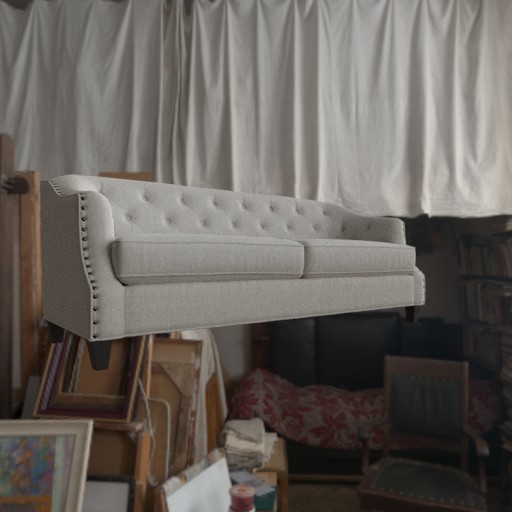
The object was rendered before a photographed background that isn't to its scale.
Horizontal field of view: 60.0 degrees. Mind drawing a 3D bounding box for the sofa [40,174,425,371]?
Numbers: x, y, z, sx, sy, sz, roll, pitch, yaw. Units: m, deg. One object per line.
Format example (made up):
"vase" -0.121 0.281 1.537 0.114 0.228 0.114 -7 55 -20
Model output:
"sofa" 0.000 0.000 2.689 2.235 0.901 0.914 0 0 -37
